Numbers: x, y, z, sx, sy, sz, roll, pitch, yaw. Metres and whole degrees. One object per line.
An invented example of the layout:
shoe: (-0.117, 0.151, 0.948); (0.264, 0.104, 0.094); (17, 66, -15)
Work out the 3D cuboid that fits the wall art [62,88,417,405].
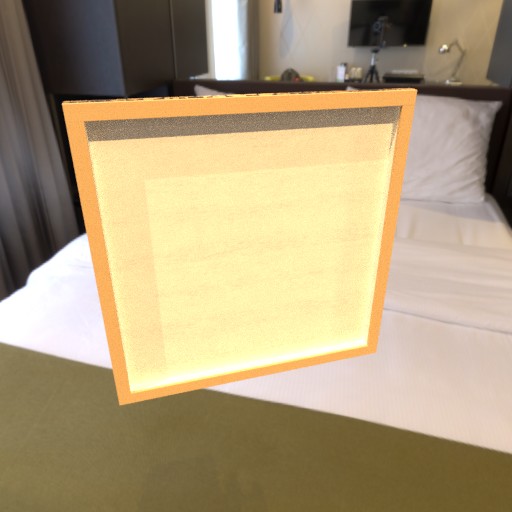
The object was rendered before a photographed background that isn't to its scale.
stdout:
wall art: (0.000, 0.000, 1.325); (0.914, 0.914, 0.038); (-8, 28, -15)
